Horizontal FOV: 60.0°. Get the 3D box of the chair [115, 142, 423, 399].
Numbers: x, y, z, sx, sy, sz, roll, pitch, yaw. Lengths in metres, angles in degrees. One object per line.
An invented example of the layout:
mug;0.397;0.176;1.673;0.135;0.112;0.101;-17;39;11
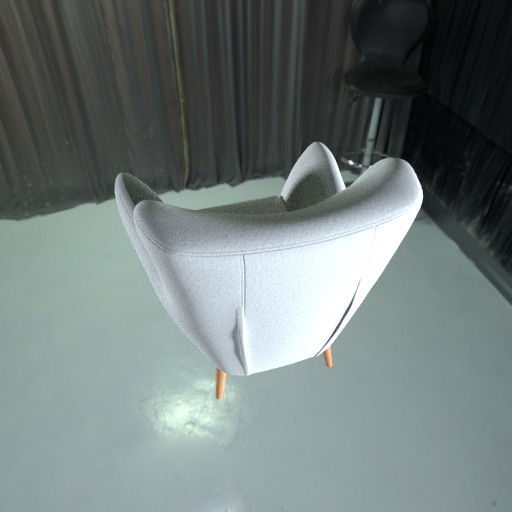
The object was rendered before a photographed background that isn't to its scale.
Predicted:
chair;0.000;0.000;1.620;0.890;0.889;0.889;-12;43;-14
